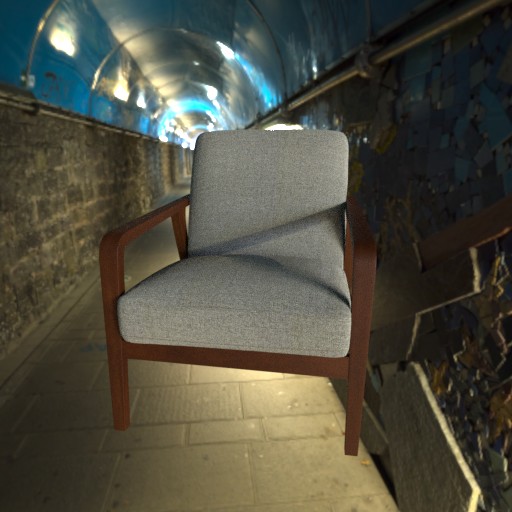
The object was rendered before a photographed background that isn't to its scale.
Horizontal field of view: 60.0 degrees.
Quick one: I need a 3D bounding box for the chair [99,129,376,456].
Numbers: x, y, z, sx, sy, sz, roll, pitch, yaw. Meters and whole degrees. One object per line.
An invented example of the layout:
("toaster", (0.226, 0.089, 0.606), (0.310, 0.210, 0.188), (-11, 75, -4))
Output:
("chair", (0.000, 0.000, 1.492), (0.704, 0.847, 0.858), (2, 14, 9))
